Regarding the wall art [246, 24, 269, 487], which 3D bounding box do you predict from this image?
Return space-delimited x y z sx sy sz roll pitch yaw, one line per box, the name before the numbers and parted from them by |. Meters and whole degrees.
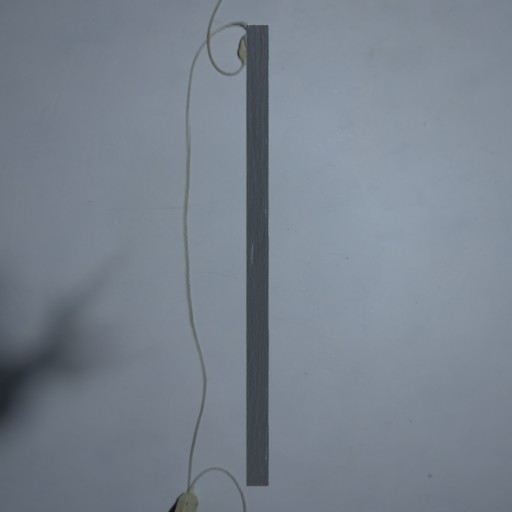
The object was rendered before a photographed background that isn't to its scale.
wall art | 0.000 0.000 1.108 0.037 0.761 0.761 0 90 0
